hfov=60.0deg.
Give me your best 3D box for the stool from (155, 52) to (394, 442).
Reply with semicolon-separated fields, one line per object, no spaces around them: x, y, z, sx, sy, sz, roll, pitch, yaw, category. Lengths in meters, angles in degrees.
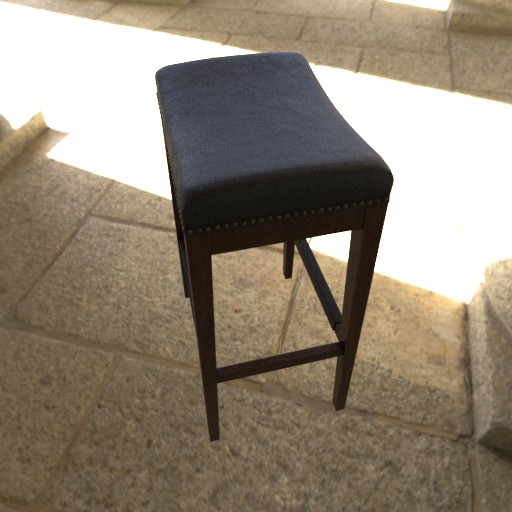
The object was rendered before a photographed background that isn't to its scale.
0.000;0.000;1.039;0.361;0.765;0.500;-10;47;-10;stool
